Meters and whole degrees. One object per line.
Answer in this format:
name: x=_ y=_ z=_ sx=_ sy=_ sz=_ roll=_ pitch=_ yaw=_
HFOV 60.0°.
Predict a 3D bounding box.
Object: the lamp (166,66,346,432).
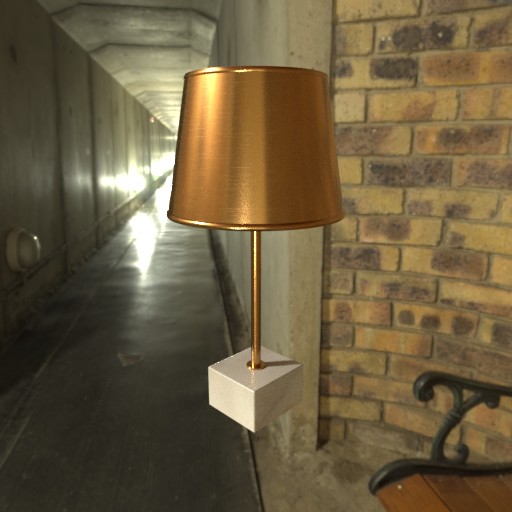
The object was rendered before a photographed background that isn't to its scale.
lamp: x=0.000 y=0.000 z=0.538 sx=0.208 sy=0.406 sz=0.208 roll=0 pitch=15 yaw=0
